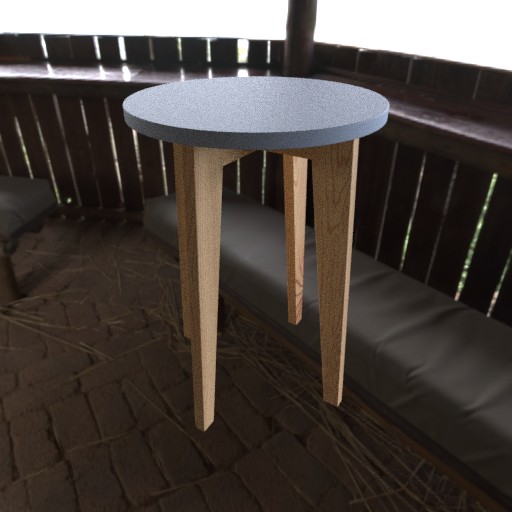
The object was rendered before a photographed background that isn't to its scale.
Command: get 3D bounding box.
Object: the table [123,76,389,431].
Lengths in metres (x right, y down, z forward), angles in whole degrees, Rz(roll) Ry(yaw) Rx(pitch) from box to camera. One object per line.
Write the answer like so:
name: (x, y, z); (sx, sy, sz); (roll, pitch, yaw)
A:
table: (0.000, 0.000, 0.729); (0.350, 0.500, 0.350); (0, 31, 0)
